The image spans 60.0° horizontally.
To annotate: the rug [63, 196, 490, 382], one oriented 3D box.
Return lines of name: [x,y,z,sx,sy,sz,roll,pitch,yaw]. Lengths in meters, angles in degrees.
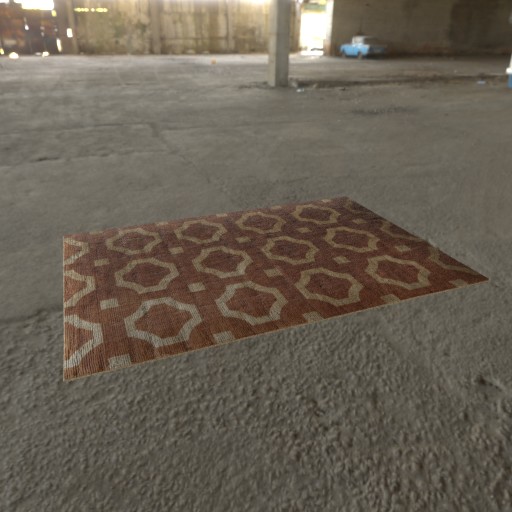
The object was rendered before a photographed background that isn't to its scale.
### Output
rug: [0.000,0.000,2.820,2.286,0.016,1.555,-10,28,-19]
